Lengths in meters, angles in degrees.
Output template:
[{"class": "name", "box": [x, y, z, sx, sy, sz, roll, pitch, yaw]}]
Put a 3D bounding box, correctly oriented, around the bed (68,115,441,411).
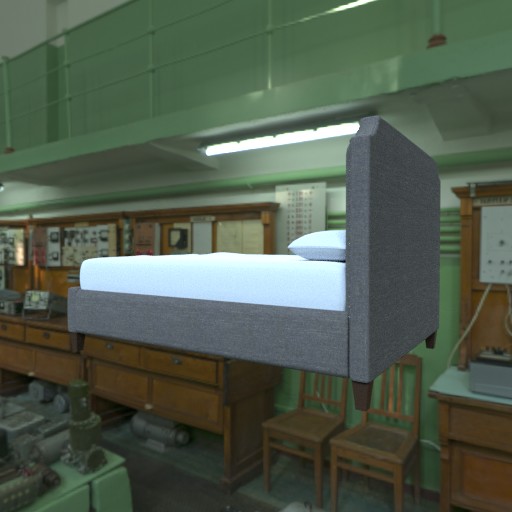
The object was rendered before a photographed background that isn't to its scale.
[{"class": "bed", "box": [0.000, 0.000, 3.452, 2.381, 1.457, 1.713, 1, 1, 33]}]
